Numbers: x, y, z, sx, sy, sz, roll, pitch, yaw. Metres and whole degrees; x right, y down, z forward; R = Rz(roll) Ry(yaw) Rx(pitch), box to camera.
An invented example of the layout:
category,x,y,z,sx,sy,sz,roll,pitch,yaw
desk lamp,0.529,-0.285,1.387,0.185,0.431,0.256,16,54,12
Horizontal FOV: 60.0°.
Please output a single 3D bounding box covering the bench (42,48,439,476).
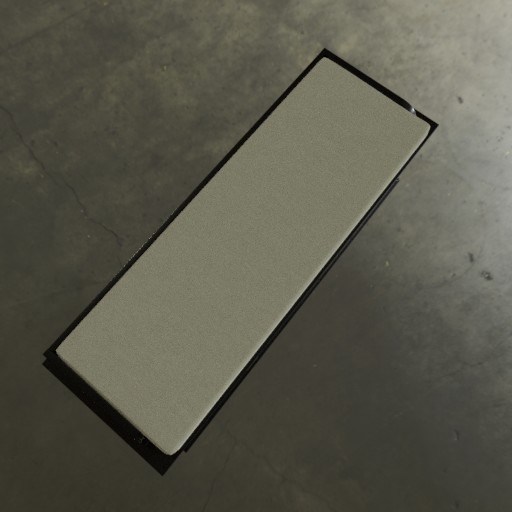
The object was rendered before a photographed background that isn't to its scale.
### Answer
category,x,y,z,sx,sy,sz,roll,pitch,yaw
bench,0.000,0.000,1.377,0.402,0.501,1.185,38,77,10
